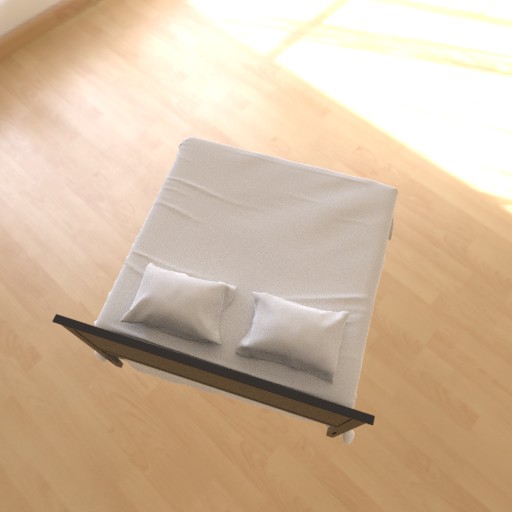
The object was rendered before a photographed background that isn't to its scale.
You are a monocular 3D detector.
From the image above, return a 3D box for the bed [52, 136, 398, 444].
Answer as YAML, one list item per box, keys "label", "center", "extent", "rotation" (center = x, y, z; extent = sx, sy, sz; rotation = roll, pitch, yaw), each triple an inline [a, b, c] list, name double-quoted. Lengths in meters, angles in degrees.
- label: "bed"
  center: [0.000, 0.000, 3.628]
  extent: [2.315, 1.271, 2.219]
  rotation: [16, 65, 8]
